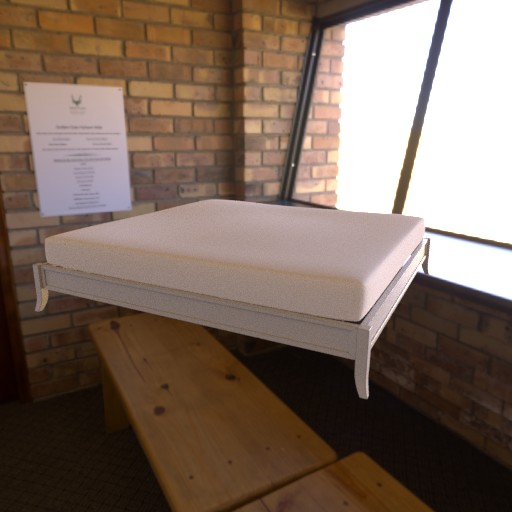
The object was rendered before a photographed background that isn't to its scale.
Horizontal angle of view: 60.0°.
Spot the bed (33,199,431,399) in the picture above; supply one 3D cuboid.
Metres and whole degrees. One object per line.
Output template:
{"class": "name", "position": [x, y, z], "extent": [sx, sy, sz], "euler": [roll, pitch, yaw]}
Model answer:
{"class": "bed", "position": [0.000, 0.000, 3.124], "extent": [2.108, 0.510, 2.007], "euler": [8, 17, 27]}
